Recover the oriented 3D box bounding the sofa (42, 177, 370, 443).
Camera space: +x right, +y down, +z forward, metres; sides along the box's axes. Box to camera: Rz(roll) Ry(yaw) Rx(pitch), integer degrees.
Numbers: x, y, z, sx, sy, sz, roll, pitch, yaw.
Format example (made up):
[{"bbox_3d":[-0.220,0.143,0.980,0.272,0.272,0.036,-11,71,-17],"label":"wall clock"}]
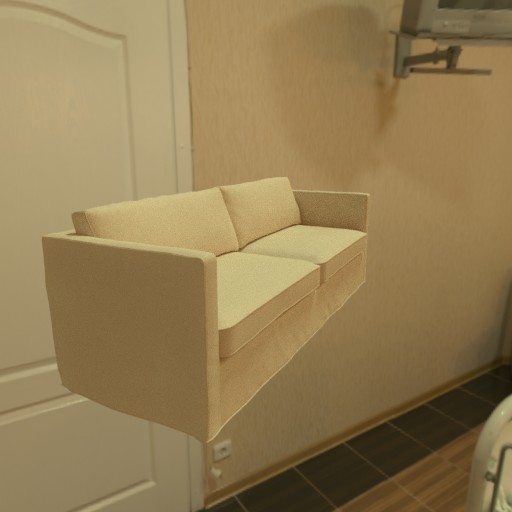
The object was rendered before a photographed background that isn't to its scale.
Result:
[{"bbox_3d":[0.000,0.000,3.254,1.036,0.999,2.779,7,16,27],"label":"sofa"}]
